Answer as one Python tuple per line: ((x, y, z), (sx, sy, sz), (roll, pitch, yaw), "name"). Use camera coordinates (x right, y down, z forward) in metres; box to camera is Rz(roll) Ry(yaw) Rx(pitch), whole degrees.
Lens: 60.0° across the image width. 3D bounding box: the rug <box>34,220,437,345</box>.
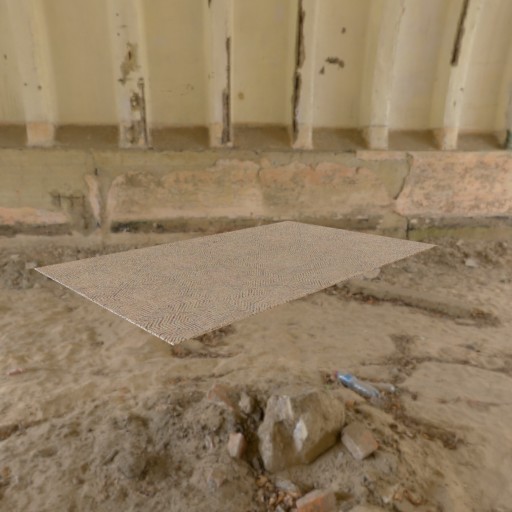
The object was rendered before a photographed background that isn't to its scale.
((0.000, 0.000, 3.096), (2.428, 0.007, 1.519), (-14, 20, -43), "rug")
